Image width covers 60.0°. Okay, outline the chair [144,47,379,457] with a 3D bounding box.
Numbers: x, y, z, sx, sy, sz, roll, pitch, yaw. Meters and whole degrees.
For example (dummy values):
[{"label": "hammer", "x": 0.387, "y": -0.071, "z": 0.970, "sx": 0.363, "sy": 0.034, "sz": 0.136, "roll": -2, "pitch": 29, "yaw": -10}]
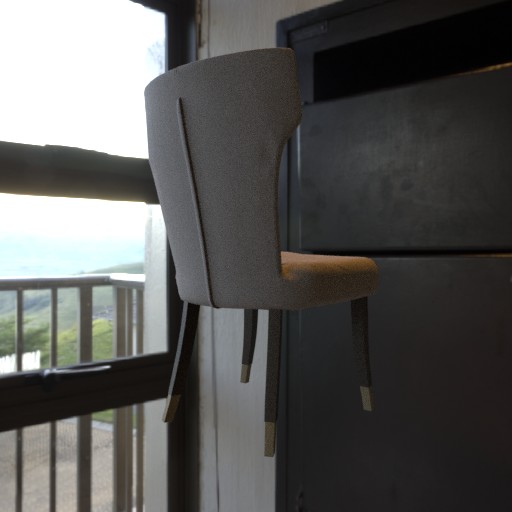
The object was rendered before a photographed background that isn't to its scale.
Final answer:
[{"label": "chair", "x": 0.000, "y": 0.000, "z": 1.311, "sx": 0.526, "sy": 0.950, "sz": 0.630, "roll": 0, "pitch": 0, "yaw": 37}]
